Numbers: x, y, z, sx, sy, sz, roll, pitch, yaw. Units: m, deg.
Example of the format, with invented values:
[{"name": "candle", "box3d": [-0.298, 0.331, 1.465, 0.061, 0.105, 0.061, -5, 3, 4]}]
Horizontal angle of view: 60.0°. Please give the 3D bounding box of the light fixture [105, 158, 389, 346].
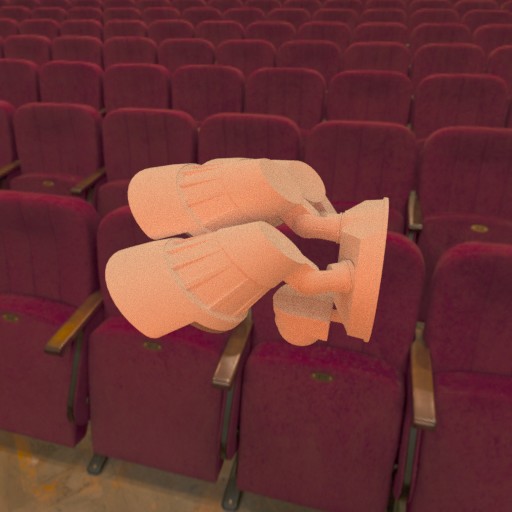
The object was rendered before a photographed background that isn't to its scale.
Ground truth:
[{"name": "light fixture", "box3d": [0.000, 0.000, 0.524, 0.278, 0.237, 0.369, 8, 33, 12]}]
